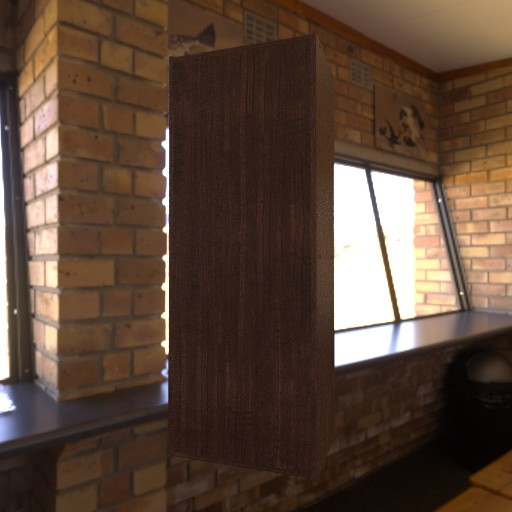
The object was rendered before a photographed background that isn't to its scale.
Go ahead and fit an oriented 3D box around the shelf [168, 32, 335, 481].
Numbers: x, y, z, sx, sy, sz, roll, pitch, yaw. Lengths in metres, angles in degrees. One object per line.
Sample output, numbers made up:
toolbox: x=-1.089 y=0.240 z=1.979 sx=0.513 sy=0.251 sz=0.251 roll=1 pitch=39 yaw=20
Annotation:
shelf: x=0.000 y=0.000 z=1.287 sx=0.415 sy=1.099 sz=0.290 roll=0 pitch=-1 yaw=19
